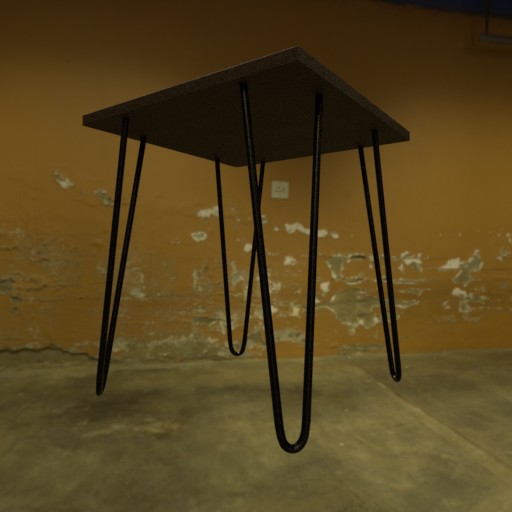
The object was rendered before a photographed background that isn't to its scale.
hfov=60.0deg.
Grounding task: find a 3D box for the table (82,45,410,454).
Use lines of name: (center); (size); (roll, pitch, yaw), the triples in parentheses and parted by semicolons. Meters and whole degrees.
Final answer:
table: (0.000, 0.000, 0.937); (0.495, 0.559, 0.495); (0, -1, 36)
